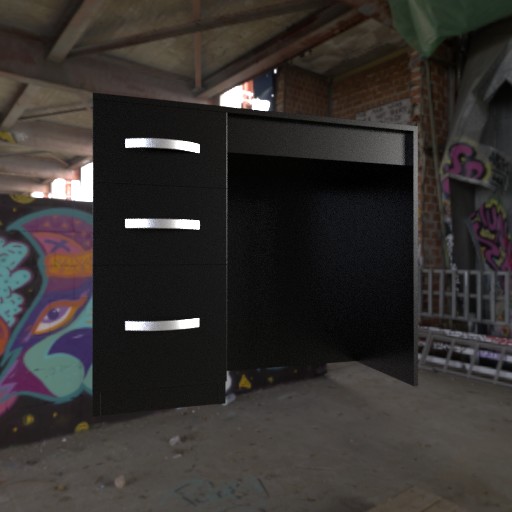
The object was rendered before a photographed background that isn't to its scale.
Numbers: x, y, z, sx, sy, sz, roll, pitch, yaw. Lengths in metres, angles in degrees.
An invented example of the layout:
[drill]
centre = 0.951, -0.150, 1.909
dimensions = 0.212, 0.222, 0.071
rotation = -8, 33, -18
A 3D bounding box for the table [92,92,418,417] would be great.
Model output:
[table]
centre = 0.000, 0.000, 1.366
dimensions = 0.930, 0.790, 0.380
rotation = 0, 0, -17
